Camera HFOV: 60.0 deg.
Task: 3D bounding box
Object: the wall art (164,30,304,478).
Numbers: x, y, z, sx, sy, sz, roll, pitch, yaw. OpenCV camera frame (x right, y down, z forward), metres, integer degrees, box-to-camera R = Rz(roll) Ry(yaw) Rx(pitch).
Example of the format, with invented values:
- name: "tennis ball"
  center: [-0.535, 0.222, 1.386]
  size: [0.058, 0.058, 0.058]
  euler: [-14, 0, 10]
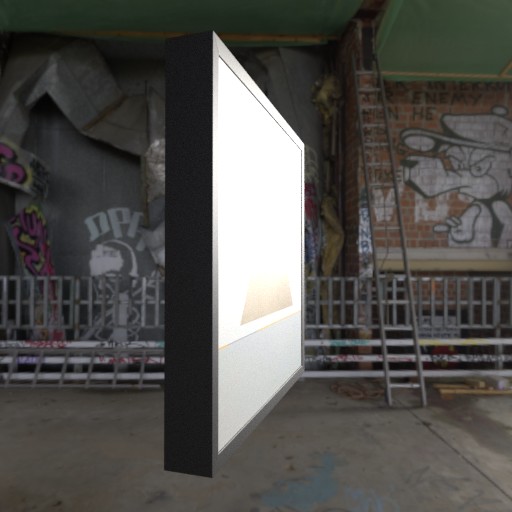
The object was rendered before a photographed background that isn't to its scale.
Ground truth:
- name: "wall art"
  center: [0.000, 0.000, 0.450]
  size: [0.037, 0.303, 0.304]
  euler: [0, -1, 18]
